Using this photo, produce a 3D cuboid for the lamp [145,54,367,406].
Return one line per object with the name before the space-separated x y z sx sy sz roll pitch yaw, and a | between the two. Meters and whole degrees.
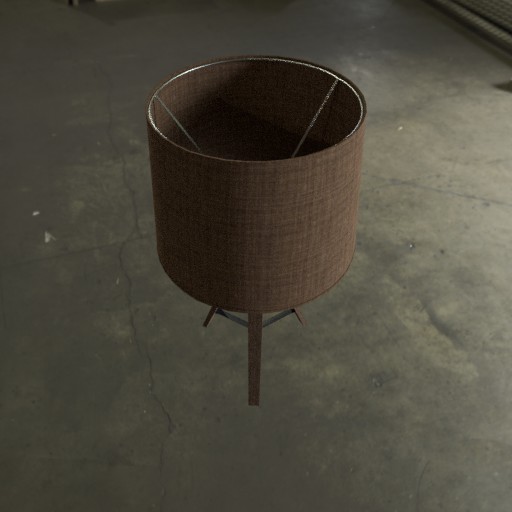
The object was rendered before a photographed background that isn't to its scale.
lamp | 0.000 0.000 0.688 0.290 0.514 0.290 0 46 0
